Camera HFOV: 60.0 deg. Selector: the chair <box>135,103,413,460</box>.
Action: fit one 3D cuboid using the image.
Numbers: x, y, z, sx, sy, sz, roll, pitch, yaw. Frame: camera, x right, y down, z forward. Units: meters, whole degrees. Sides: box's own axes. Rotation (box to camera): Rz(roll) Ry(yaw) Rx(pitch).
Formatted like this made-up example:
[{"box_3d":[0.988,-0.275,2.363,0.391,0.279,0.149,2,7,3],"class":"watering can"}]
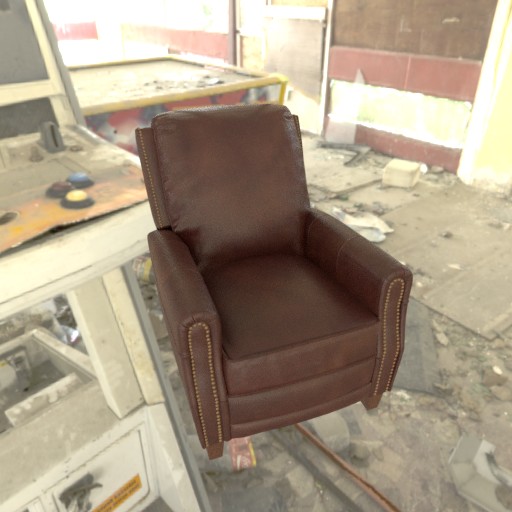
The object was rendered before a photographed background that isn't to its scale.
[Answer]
[{"box_3d":[0.000,0.000,1.815,0.826,1.022,1.089,-10,32,-17],"class":"chair"}]
